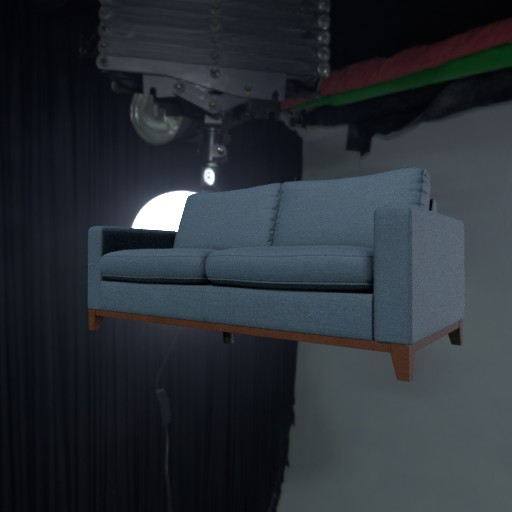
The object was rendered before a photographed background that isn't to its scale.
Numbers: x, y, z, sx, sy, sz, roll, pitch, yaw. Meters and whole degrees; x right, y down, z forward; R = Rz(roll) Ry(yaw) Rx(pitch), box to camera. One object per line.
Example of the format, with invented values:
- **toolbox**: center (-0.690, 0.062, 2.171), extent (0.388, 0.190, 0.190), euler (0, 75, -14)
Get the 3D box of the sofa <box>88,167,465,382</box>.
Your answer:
- **sofa**: center (0.000, 0.000, 2.382), extent (1.900, 0.865, 0.877), euler (0, -1, 36)
